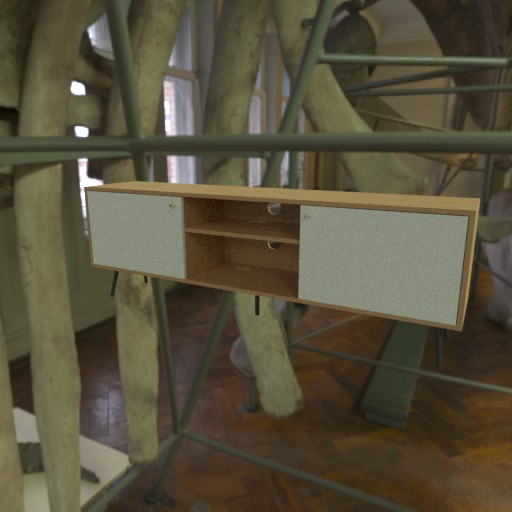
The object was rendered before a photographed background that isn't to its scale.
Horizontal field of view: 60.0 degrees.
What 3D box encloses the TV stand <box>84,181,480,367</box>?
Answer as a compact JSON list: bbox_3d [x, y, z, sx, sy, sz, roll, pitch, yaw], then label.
[{"bbox_3d":[0.000,0.000,2.021,1.760,0.580,0.400,7,16,27],"label":"TV stand"}]
